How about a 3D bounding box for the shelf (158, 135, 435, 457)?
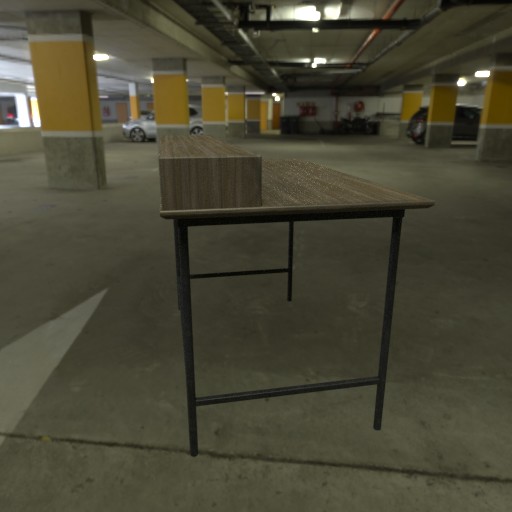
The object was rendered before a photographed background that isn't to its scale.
[{"bbox_3d":[0.000,0.000,1.723,0.685,0.865,1.212,-3,18,-11],"label":"shelf"}]
